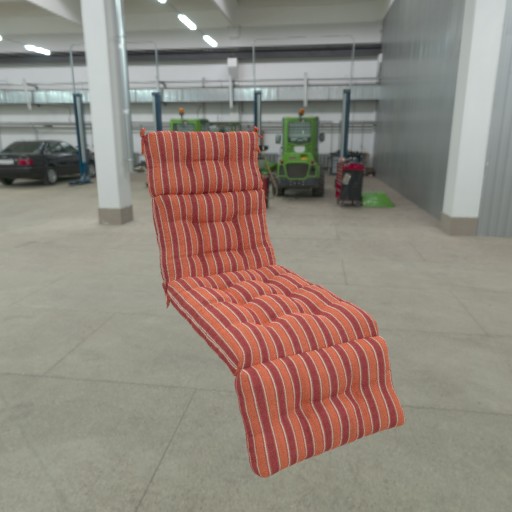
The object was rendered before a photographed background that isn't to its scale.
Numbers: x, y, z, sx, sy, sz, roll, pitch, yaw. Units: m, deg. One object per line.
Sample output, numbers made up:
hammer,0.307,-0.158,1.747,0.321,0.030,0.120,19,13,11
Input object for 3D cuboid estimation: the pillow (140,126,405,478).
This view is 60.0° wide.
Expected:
pillow,0.000,0.000,1.497,0.526,0.863,1.016,-8,17,-26
